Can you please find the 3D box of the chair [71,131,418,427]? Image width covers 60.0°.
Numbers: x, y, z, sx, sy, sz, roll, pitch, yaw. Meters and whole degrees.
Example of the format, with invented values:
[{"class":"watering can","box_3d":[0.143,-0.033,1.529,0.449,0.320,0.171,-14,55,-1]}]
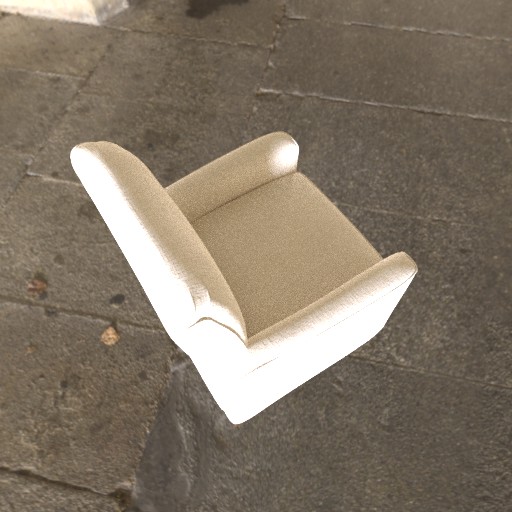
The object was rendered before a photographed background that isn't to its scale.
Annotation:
[{"class":"chair","box_3d":[0.000,0.000,1.628,0.858,1.028,0.841,-29,62,-17]}]
